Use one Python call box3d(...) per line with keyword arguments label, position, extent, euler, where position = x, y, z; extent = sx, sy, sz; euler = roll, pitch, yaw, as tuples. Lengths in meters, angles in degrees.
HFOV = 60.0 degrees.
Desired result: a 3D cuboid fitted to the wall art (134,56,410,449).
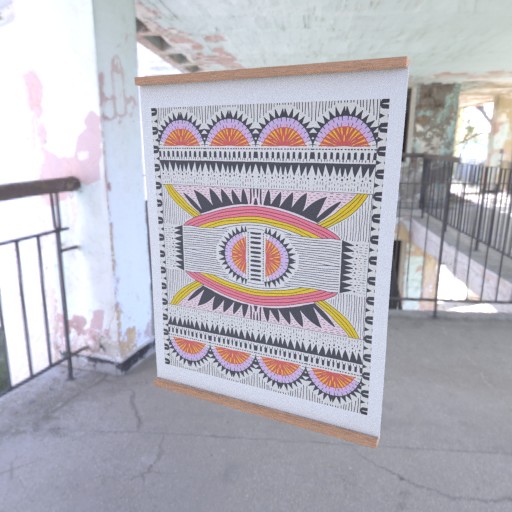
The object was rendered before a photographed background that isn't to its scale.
box3d(label="wall art", position=(0.000, 0.000, 0.673), extent=(0.403, 0.527, 0.028), euler=(7, 16, 25))
